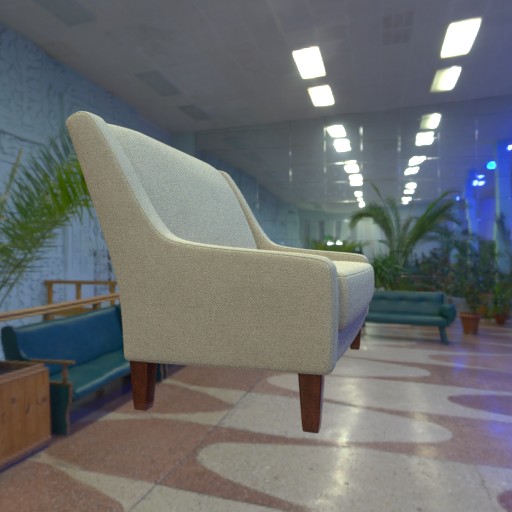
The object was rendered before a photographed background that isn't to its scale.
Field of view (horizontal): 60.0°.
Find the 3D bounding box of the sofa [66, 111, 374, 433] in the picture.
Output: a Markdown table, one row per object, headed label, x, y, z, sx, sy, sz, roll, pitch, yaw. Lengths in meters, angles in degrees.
| label | x | y | z | sx | sy | sz | roll | pitch | yaw |
| --- | --- | --- | --- | --- | --- | --- | --- | --- | --- |
| sofa | 0.000 | 0.000 | 1.893 | 0.946 | 0.976 | 1.212 | 0 | 0 | 19 |
